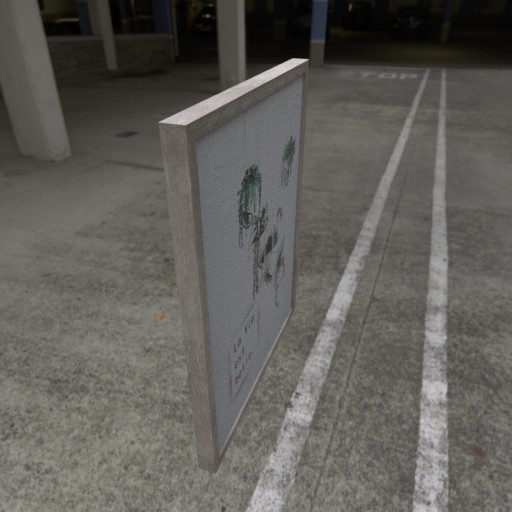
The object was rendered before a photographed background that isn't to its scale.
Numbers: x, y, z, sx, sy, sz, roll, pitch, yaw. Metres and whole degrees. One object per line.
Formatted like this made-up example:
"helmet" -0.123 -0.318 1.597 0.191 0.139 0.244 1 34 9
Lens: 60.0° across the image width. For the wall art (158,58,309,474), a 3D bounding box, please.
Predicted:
"wall art" 0.000 0.000 0.701 0.032 0.521 0.421 11 33 17
